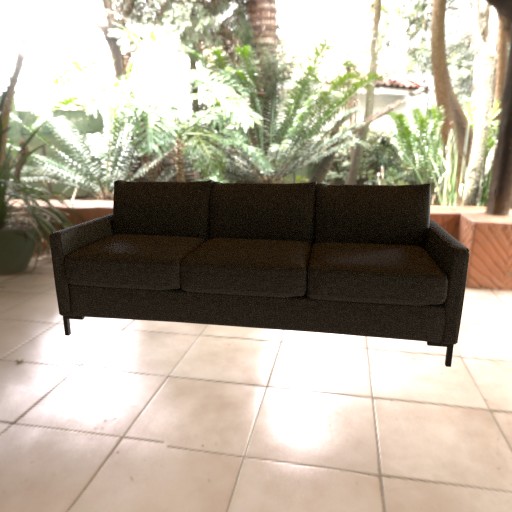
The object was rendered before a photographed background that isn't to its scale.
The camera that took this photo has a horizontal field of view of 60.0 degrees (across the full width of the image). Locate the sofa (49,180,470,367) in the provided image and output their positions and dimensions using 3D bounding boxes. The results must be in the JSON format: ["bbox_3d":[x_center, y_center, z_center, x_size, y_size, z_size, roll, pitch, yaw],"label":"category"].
[{"bbox_3d":[0.000,0.000,2.730,2.253,0.879,0.876,3,15,10],"label":"sofa"}]
